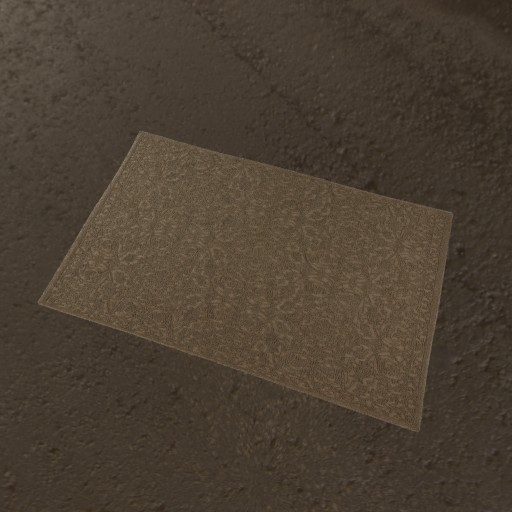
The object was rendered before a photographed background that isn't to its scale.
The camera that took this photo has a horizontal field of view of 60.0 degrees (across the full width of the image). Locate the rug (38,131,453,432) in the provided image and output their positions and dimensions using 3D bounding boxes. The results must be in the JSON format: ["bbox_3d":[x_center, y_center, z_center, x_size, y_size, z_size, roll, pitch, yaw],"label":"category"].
[{"bbox_3d":[0.000,0.000,2.980,2.435,0.012,1.529,16,64,8],"label":"rug"}]
